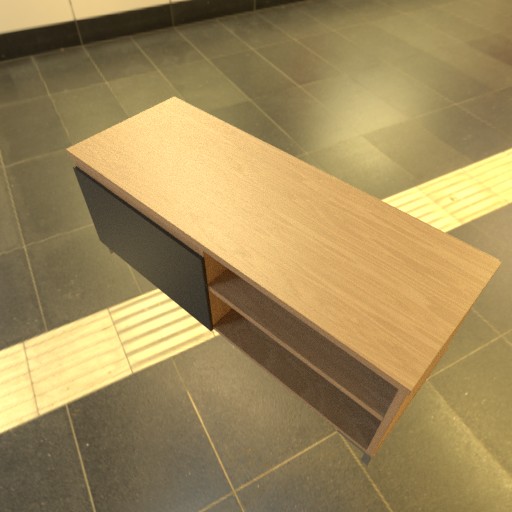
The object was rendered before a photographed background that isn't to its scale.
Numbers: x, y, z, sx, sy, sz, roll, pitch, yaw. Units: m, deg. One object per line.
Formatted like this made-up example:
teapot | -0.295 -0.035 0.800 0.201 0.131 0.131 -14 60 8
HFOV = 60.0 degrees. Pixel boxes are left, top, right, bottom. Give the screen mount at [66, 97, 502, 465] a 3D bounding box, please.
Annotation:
screen mount | 0.000 0.000 1.269 1.084 0.432 0.406 34 56 27
